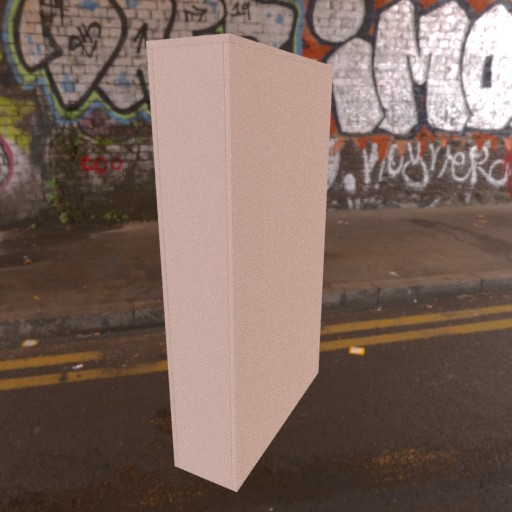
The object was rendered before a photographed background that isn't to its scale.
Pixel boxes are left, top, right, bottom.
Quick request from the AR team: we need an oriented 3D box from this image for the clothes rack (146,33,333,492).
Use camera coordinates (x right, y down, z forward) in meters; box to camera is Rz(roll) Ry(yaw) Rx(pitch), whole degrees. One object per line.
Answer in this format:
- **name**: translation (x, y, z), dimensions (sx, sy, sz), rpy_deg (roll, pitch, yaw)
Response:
- **clothes rack**: translation (0.000, 0.000, 1.546), dimensions (0.250, 1.280, 0.750), rpy_deg (9, 19, 26)
